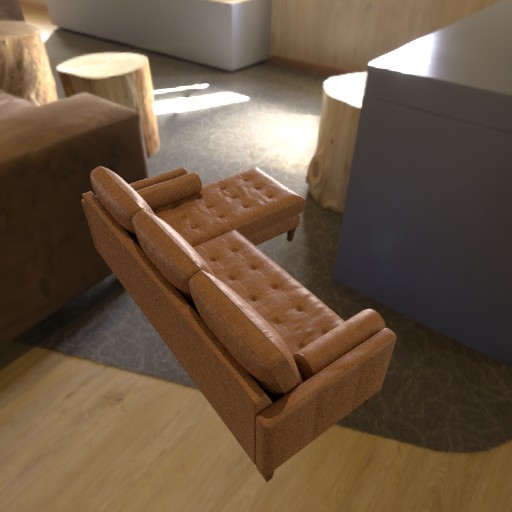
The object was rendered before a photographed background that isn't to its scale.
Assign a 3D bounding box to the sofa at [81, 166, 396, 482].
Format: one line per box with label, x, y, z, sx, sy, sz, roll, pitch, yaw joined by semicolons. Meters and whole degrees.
sofa;0.000;0.000;2.927;1.506;0.876;2.178;-25;46;-27
